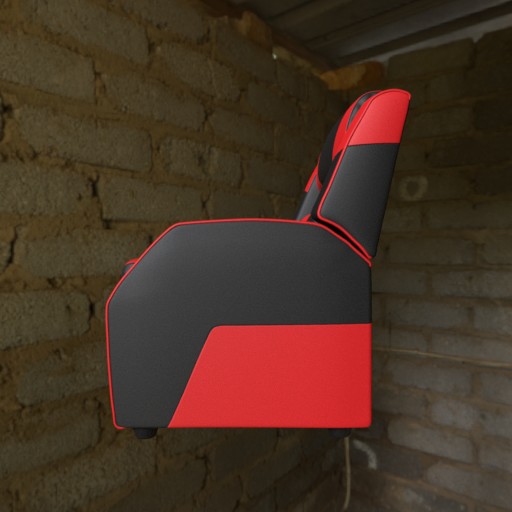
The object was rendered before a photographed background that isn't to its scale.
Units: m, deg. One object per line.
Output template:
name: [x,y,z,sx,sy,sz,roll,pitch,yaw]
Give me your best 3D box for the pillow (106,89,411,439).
pillow: [0.000,0.000,1.259,0.672,0.805,0.620,0,0,-1]
